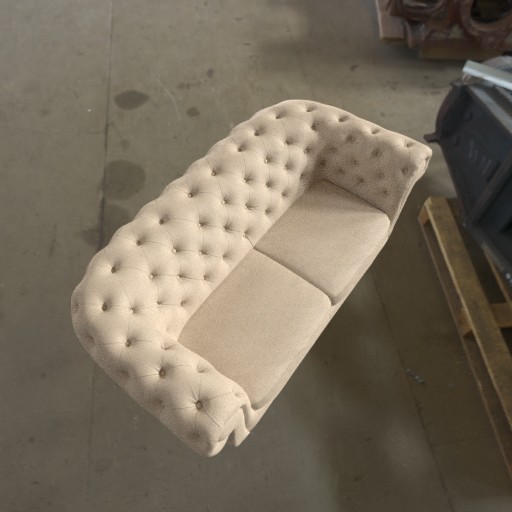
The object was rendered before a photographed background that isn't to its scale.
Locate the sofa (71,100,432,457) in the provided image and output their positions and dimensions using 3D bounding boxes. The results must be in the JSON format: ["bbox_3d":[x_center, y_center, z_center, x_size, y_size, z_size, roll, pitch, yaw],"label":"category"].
[{"bbox_3d":[0.000,0.000,2.495,1.069,0.835,1.988,32,62,19],"label":"sofa"}]
